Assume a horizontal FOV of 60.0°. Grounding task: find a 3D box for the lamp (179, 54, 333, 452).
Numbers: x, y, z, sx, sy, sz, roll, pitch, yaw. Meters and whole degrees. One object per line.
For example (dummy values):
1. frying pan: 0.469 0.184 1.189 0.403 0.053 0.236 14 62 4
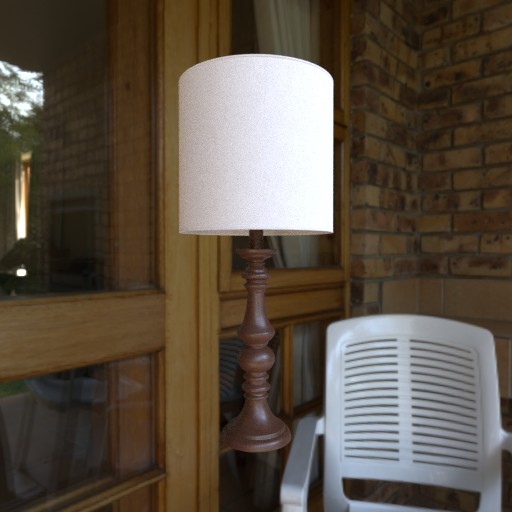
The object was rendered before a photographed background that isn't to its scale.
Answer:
1. lamp: 0.000 0.000 0.731 0.250 0.597 0.250 1 1 36
